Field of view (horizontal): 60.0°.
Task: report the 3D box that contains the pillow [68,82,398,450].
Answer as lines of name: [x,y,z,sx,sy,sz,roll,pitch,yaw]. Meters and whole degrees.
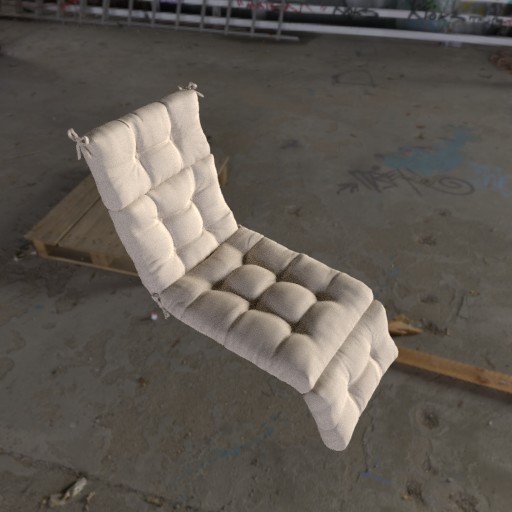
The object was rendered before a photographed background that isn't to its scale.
pillow: [0.000,0.000,1.504,1.016,0.863,0.526,25,47,26]
